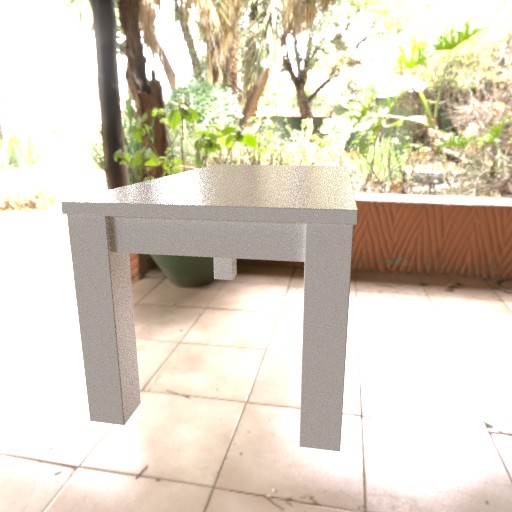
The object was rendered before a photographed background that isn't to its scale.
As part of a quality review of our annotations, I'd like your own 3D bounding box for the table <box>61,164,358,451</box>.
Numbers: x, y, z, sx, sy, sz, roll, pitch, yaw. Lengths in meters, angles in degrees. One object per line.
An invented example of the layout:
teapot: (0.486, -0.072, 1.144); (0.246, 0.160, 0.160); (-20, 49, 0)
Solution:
table: (0.000, 0.000, 2.249); (0.900, 0.790, 1.800); (3, 16, 10)
